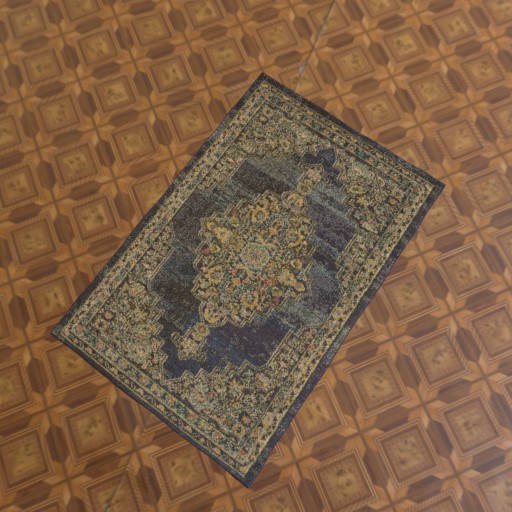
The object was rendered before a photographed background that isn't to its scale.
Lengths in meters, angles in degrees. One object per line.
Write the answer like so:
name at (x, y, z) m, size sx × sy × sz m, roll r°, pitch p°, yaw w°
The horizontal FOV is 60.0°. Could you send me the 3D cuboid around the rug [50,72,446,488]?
rug at (0.000, 0.000, 2.224) m, size 1.184 × 0.012 × 1.781 m, roll 35°, pitch 78°, yaw 8°
